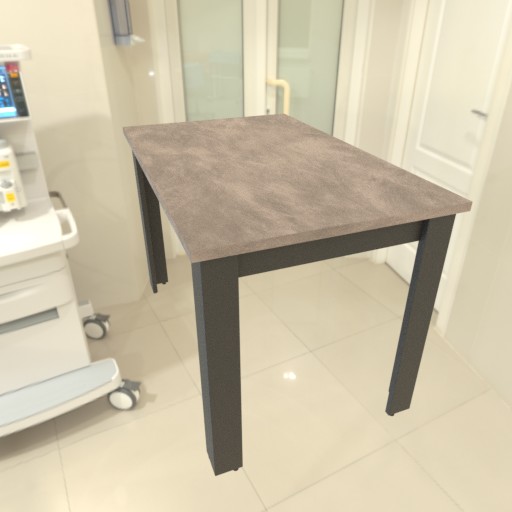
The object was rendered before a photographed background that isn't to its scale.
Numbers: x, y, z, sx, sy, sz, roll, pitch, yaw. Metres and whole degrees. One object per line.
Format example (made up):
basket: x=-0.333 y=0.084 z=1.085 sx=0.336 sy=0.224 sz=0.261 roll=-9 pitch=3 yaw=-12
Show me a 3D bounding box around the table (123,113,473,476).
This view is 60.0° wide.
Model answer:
table: x=0.000 y=0.000 z=1.589 sx=0.700 sy=0.734 sz=1.100 roll=-11 pitch=31 yaw=-18
